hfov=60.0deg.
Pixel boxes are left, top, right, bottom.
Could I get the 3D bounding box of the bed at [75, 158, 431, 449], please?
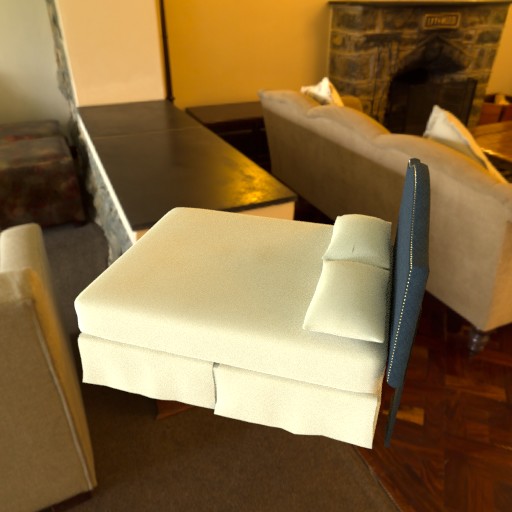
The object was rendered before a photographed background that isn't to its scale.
[{"bbox_3d":[0.000,0.000,3.235,2.153,1.518,1.713,8,32,14],"label":"bed"}]
